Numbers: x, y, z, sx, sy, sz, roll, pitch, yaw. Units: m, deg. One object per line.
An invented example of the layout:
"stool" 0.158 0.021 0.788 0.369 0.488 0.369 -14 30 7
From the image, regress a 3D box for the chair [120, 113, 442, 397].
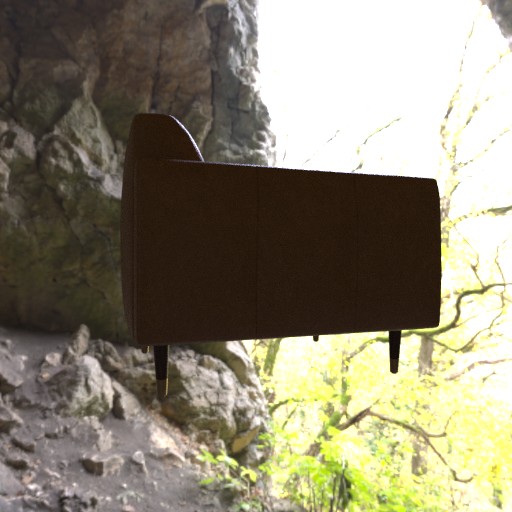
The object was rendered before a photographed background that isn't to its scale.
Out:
"chair" 0.000 0.000 1.707 0.998 0.819 0.953 0 0 -19
